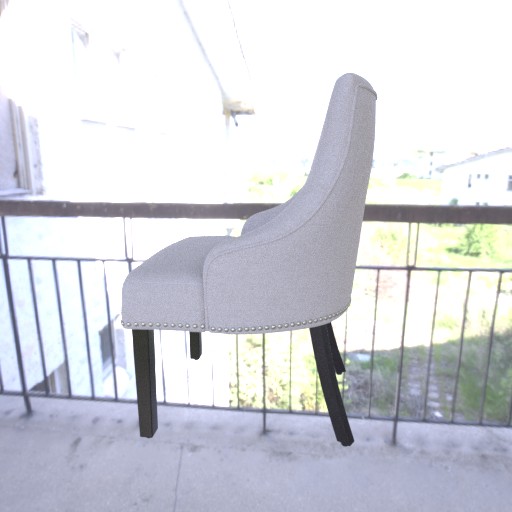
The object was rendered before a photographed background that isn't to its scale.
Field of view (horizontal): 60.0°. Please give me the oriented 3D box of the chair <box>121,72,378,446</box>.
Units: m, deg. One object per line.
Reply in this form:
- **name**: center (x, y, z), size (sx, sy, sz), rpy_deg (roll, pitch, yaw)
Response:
- **chair**: center (0.000, 0.000, 1.286), size (0.629, 0.909, 0.566), rpy_deg (2, 13, 8)
